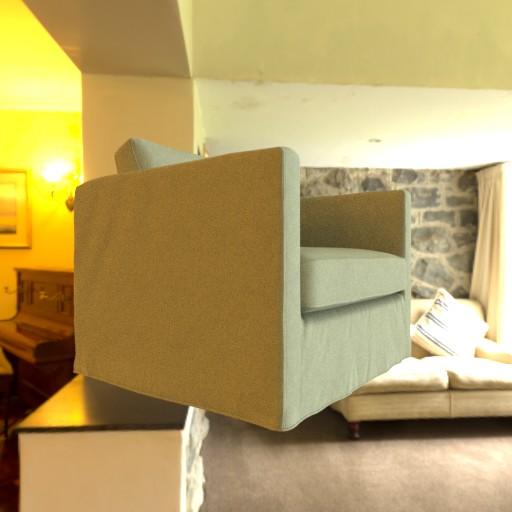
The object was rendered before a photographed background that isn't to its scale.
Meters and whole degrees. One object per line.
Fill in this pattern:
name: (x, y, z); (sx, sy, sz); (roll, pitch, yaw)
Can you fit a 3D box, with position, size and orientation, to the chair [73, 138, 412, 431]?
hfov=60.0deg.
chair: (0.000, 0.000, 1.765); (0.949, 0.863, 1.057); (0, 0, 36)
